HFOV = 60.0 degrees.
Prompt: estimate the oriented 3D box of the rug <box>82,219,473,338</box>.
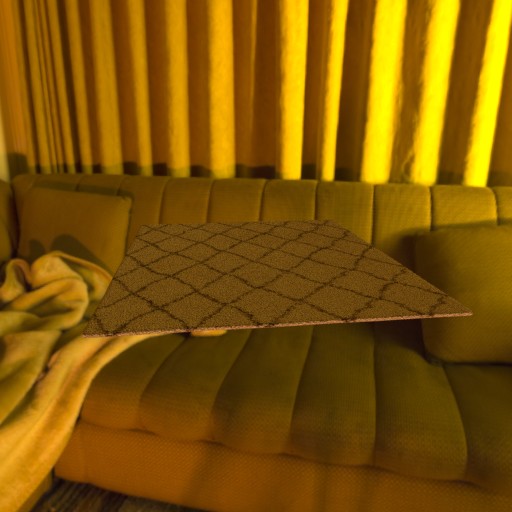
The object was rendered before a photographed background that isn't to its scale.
[{"bbox_3d":[0.000,0.000,4.150,2.438,0.029,3.047,-2,16,-7],"label":"rug"}]
